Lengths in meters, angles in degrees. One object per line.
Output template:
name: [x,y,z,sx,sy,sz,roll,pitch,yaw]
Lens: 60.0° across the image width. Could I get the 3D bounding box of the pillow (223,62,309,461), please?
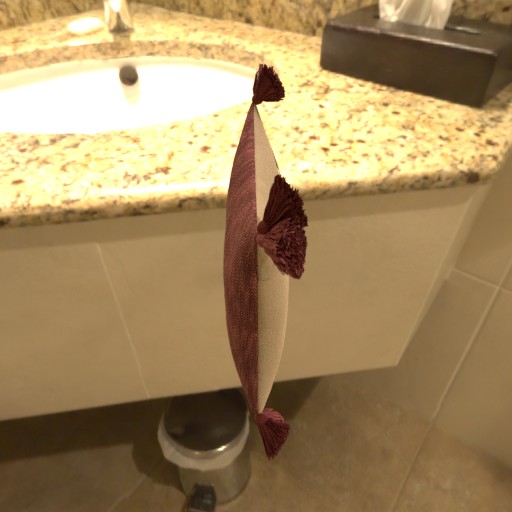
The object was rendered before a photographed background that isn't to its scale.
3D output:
pillow: [0.000,0.000,0.954,0.138,0.659,0.641,-1,42,-1]
